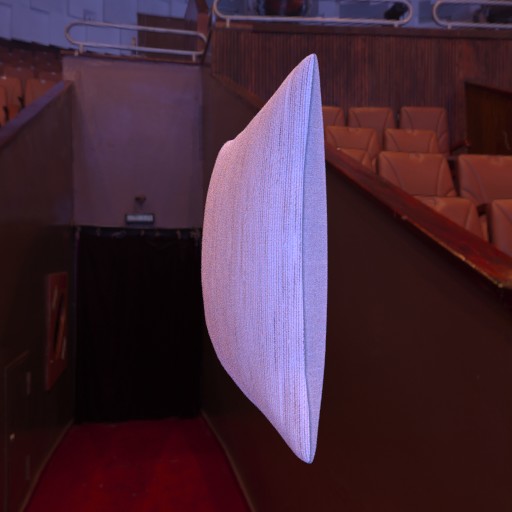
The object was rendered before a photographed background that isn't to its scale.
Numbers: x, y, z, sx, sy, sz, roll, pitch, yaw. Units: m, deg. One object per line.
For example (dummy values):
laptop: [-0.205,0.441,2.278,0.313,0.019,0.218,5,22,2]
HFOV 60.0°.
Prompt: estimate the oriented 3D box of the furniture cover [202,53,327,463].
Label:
furniture cover: [0.000,0.000,0.785,0.178,0.506,0.512,0,1,-16]
